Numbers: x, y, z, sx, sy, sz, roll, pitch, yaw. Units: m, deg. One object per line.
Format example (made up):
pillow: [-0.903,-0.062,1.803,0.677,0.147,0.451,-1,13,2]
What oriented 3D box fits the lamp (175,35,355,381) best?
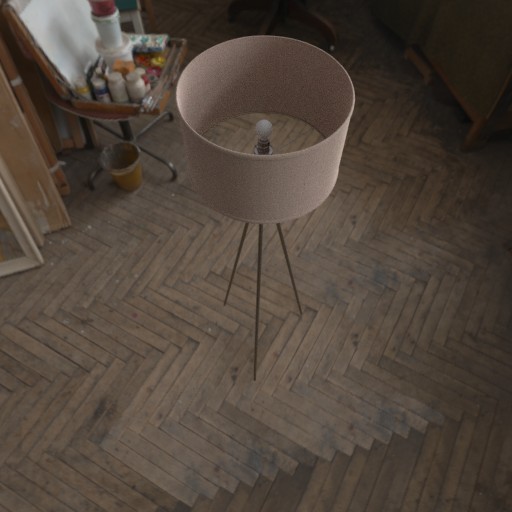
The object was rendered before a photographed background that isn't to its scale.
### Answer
lamp: [0.000,0.000,1.681,0.460,1.545,0.449,31,64,17]
